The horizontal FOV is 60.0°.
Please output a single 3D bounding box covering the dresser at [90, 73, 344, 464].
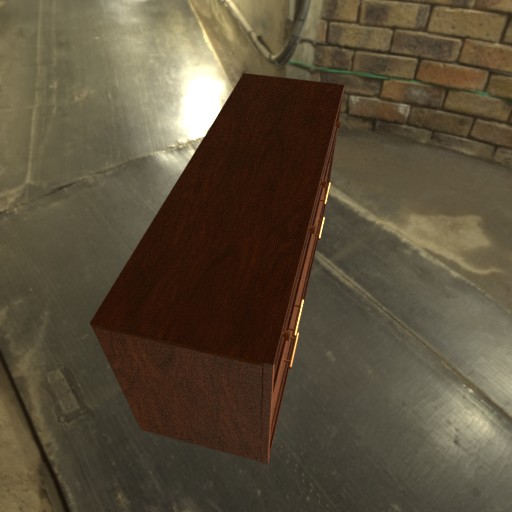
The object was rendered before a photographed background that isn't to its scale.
[{"bbox_3d":[0.000,0.000,1.900,0.500,0.889,1.472,11,48,10],"label":"dresser"}]
